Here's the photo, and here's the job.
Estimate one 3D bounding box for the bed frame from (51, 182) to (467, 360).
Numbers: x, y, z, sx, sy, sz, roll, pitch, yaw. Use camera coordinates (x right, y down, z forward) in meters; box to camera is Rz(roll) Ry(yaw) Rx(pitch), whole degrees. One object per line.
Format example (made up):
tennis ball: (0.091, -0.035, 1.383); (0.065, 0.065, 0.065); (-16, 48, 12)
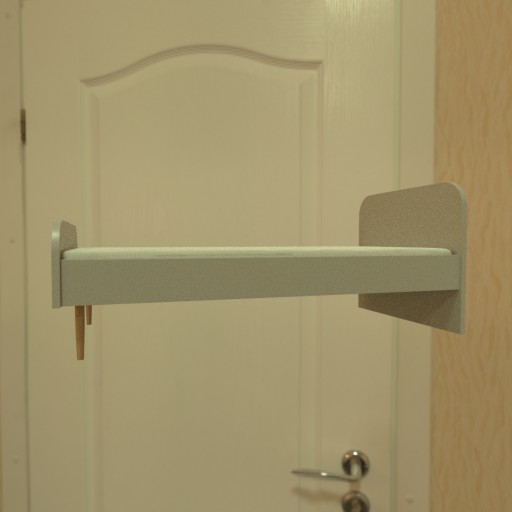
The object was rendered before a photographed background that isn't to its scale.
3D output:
bed frame: (0.000, 0.000, 2.460); (1.963, 0.805, 0.998); (-1, 2, -18)
